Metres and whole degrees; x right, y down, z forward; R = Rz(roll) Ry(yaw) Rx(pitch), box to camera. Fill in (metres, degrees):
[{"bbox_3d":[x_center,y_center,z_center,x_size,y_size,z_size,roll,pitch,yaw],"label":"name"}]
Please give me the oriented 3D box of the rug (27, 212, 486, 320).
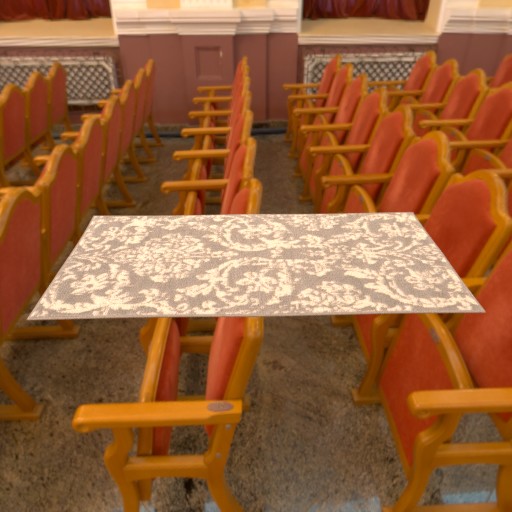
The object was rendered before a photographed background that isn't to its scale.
[{"bbox_3d":[0.000,0.000,1.432,1.219,0.007,0.604,-1,32,-1],"label":"rug"}]
